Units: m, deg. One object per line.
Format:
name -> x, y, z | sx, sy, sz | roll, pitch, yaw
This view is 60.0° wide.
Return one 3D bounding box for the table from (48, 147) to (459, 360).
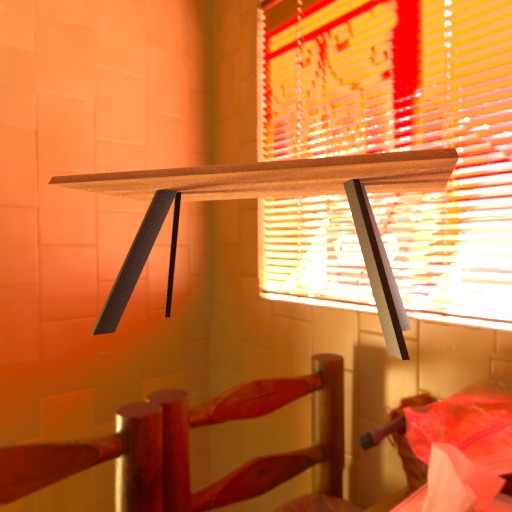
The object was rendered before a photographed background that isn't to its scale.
table -> 0.000, 0.000, 2.243 | 1.800, 0.770, 0.900 | 0, 1, 20
